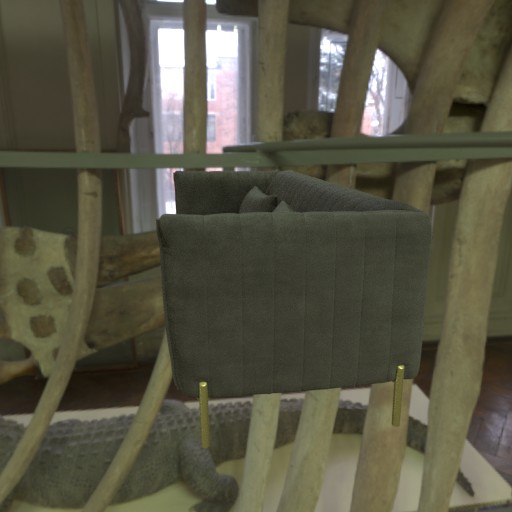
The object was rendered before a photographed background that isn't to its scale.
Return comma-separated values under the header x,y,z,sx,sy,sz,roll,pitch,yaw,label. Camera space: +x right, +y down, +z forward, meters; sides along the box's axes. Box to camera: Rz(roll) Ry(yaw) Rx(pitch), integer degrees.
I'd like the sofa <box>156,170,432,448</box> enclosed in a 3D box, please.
x,y,z,sx,sy,sz,roll,pitch,yaw,label
0.000,0.000,2.339,0.876,0.780,1.980,-2,15,-8,sofa
